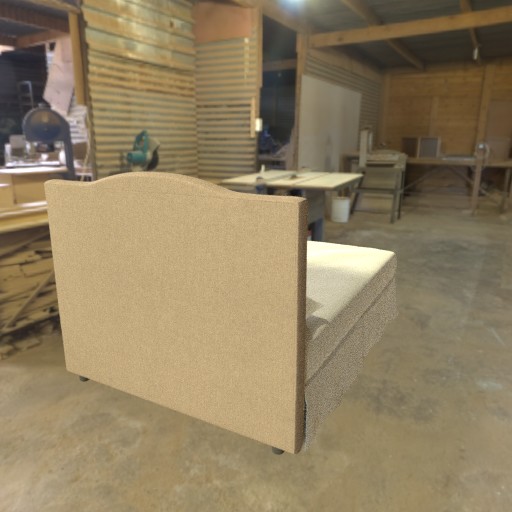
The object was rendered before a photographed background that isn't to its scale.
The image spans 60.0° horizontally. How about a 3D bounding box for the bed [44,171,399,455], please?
[{"bbox_3d":[0.000,0.000,3.423,1.821,1.436,2.282,8,18,28],"label":"bed"}]
